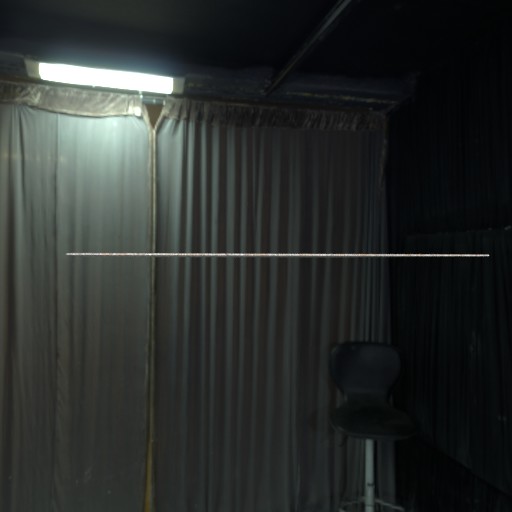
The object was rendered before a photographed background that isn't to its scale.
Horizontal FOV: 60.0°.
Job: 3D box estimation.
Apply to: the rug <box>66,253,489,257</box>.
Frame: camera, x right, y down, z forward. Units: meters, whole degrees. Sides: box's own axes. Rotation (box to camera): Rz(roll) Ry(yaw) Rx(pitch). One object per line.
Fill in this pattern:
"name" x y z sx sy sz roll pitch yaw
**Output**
"rug" 0.000 0.000 3.936 2.939 0.009 2.313 0 0 -18
